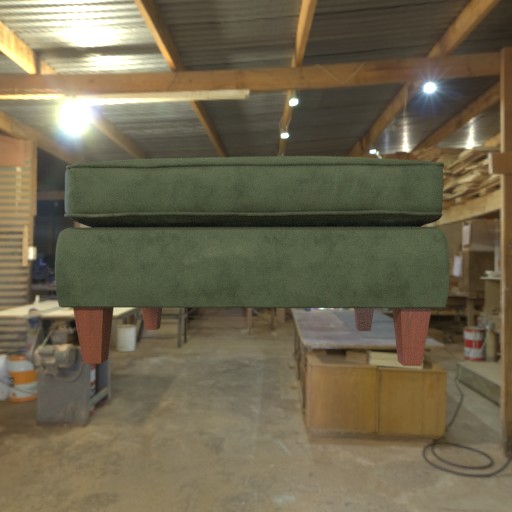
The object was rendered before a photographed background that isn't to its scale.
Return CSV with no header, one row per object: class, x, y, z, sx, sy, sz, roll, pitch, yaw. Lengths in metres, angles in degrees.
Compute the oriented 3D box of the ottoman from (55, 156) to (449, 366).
ottoman,0.000,0.000,1.263,0.864,0.495,0.632,0,-1,2
